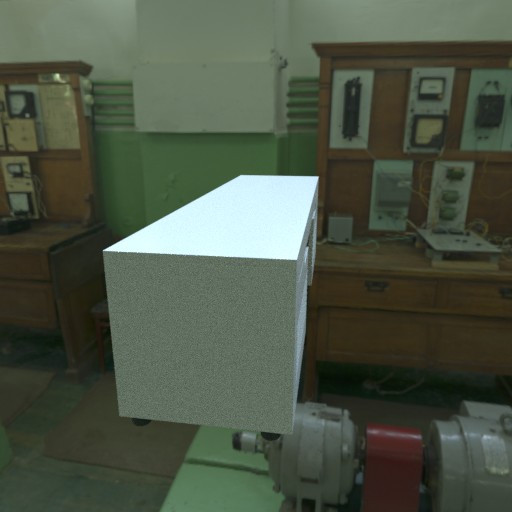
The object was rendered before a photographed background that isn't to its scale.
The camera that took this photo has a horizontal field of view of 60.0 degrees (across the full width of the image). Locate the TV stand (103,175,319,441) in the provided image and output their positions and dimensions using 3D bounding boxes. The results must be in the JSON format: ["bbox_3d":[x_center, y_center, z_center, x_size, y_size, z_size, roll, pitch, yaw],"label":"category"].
[{"bbox_3d":[0.000,0.000,1.676,0.410,0.440,1.500,3,17,9],"label":"TV stand"}]
